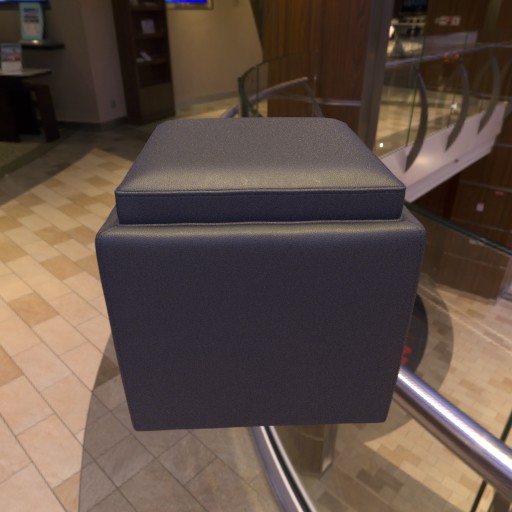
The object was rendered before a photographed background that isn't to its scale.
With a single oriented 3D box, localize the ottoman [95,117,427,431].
[{"bbox_3d":[0.000,0.000,0.836,0.451,0.460,0.450,-1,29,-2],"label":"ottoman"}]
